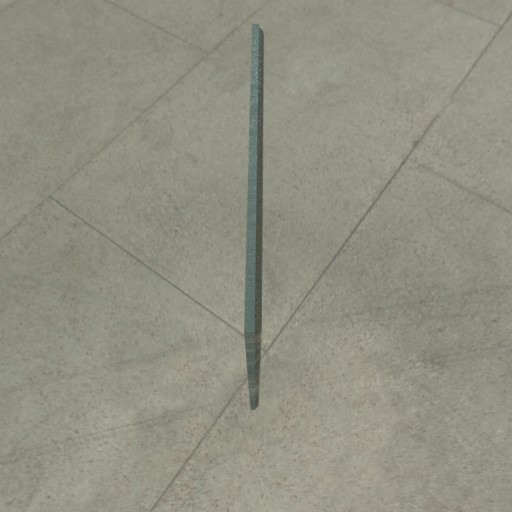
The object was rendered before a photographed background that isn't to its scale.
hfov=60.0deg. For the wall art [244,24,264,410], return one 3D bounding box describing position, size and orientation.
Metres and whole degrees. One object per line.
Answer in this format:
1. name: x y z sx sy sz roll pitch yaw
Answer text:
1. wall art: 0.000 0.000 1.343 0.030 0.983 0.767 1 64 0
